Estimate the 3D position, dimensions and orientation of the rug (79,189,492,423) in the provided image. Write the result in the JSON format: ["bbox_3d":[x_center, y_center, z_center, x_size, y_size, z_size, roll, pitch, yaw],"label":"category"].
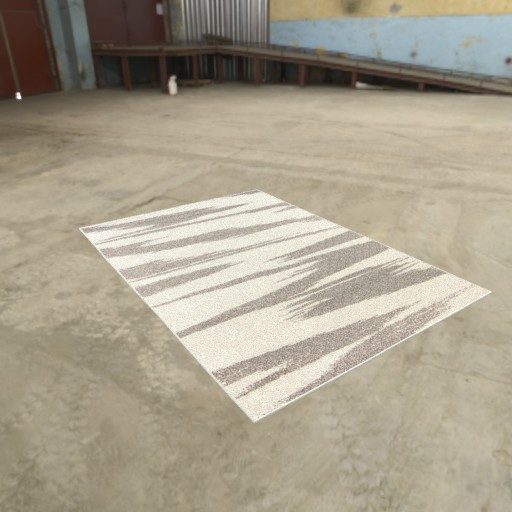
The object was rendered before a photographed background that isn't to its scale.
[{"bbox_3d":[0.000,0.000,2.710,1.533,0.010,2.142,-17,31,-31],"label":"rug"}]
